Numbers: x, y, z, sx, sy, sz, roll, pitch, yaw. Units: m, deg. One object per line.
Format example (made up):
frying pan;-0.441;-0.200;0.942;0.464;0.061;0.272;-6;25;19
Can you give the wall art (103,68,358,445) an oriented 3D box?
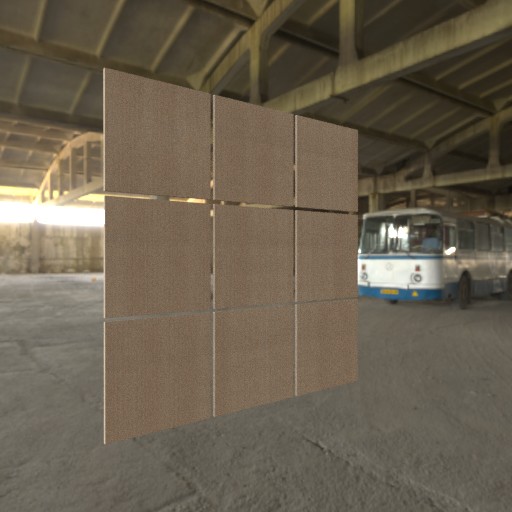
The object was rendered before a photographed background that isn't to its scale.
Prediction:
wall art;0.000;0.000;1.796;1.219;1.218;0.013;0;0;-36
